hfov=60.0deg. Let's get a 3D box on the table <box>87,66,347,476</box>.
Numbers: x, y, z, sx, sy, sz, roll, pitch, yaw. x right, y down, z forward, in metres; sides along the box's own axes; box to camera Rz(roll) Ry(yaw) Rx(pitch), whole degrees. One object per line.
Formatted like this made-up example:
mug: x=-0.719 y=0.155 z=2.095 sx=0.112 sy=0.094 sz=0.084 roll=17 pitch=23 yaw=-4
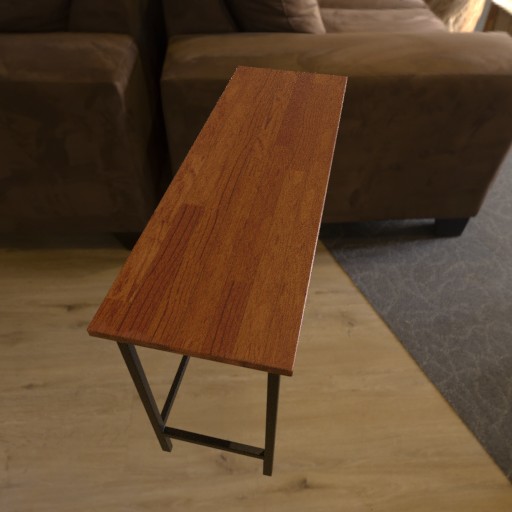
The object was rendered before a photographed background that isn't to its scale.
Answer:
table: x=0.000 y=0.000 z=1.502 sx=0.408 sy=0.740 sz=1.204 roll=9 pitch=48 yaw=9
